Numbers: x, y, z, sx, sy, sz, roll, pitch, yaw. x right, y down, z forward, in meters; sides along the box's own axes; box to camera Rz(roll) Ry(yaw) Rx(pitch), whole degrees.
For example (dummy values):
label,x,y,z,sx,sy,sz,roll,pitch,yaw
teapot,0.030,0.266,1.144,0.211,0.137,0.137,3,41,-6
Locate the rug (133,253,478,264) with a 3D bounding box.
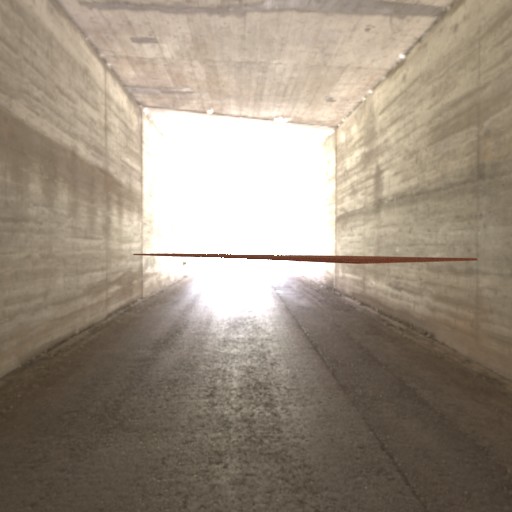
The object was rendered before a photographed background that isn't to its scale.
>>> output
label,x,y,z,sx,sy,sz,roll,pitch,yaw
rug,0.000,0.000,2.763,0.914,0.013,2.471,-1,1,-38
